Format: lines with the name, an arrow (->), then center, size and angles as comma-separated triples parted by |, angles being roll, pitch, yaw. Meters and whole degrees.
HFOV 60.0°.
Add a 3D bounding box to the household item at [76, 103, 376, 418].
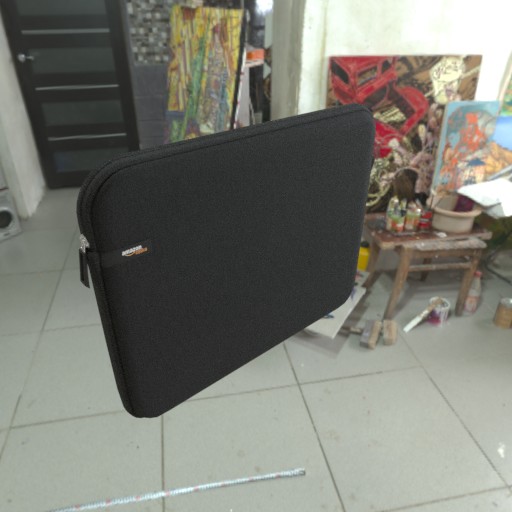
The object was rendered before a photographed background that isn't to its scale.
household item -> 0.000, 0.000, 0.521 | 0.396, 0.305, 0.030 | -24, 38, -34
